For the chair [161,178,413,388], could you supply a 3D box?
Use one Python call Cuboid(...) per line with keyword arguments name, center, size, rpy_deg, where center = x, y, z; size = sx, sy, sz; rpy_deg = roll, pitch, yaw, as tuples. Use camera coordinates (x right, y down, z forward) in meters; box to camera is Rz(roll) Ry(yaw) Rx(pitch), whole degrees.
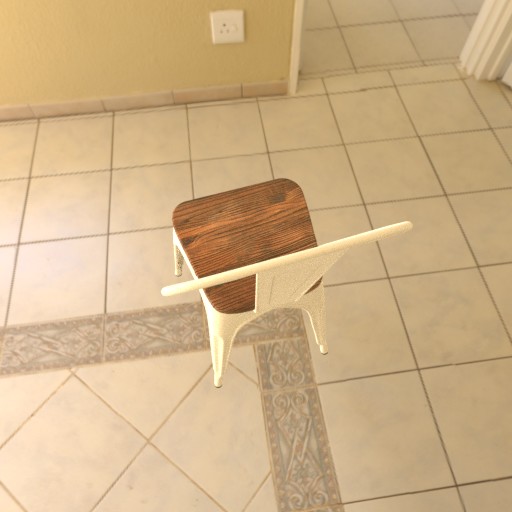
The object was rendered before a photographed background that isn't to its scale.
Cuboid(name="chair", center=(0.000, 0.000, 1.138), size=(0.452, 0.851, 0.521), rpy_deg=(-15, 61, -9))
